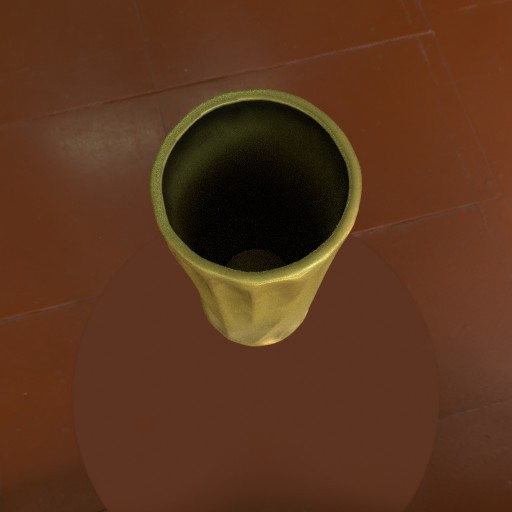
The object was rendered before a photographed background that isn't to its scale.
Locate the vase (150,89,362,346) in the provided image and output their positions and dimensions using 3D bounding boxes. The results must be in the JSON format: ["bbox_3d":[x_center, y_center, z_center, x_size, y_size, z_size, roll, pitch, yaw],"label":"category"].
[{"bbox_3d":[0.000,0.000,0.177,0.061,0.143,0.061,0,75,0],"label":"vase"}]
